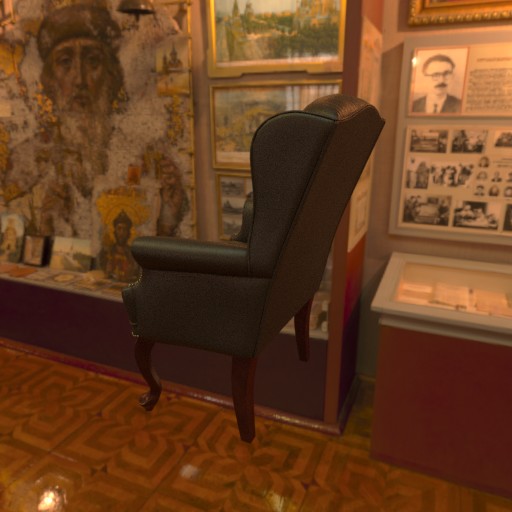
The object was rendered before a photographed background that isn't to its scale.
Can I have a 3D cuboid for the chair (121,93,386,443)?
[{"bbox_3d":[0.000,0.000,1.634,0.762,1.111,0.838,8,19,24],"label":"chair"}]
